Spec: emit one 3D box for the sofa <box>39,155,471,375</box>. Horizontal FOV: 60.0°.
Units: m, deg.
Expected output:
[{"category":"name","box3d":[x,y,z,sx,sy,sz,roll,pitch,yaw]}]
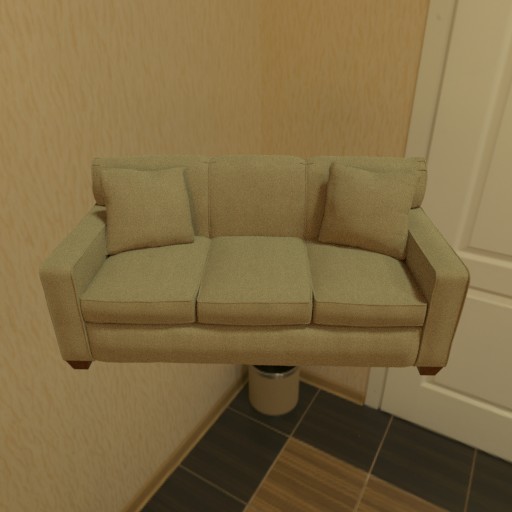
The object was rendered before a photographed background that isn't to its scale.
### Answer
[{"category":"sofa","box3d":[0.000,0.000,2.512,2.024,0.958,0.997,1,29,1]}]
